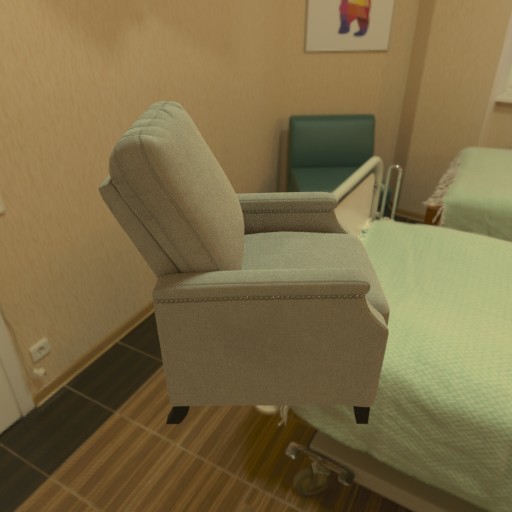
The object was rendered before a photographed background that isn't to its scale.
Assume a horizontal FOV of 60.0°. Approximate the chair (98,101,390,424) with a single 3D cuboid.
[{"bbox_3d":[0.000,0.000,1.675,0.922,1.049,0.710,0,31,0],"label":"chair"}]
